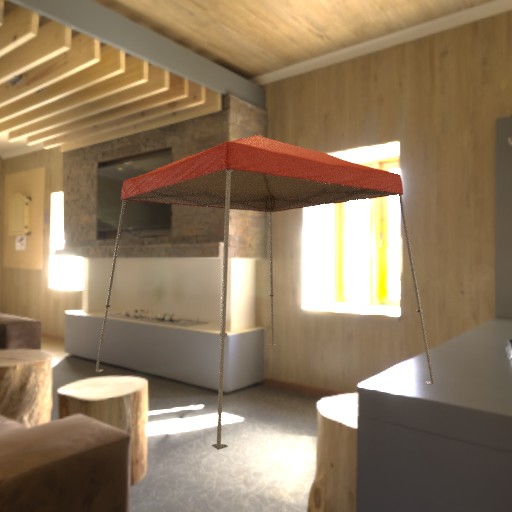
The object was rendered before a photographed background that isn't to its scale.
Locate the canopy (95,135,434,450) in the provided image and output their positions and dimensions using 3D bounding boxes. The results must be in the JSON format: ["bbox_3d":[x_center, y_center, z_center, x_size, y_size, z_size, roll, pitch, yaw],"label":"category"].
[{"bbox_3d":[0.000,0.000,5.234,2.849,2.850,2.850,0,0,-37],"label":"canopy"}]
